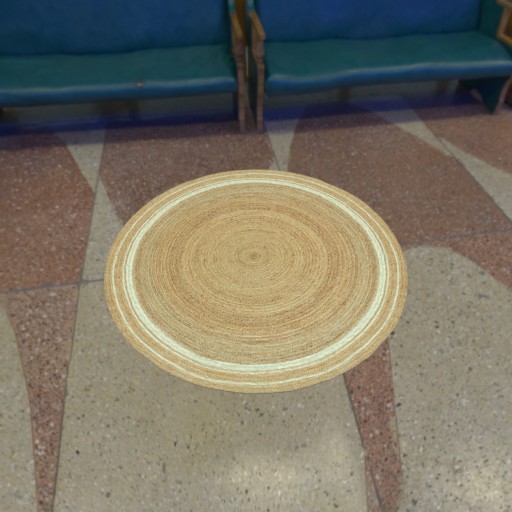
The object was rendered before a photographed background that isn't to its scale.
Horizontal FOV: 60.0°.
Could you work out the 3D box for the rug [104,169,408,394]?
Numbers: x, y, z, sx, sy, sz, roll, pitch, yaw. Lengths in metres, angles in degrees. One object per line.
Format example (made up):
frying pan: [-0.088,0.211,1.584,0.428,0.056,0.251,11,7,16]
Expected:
rug: [0.000,0.000,3.672,2.444,0.015,2.444,0,46,0]
